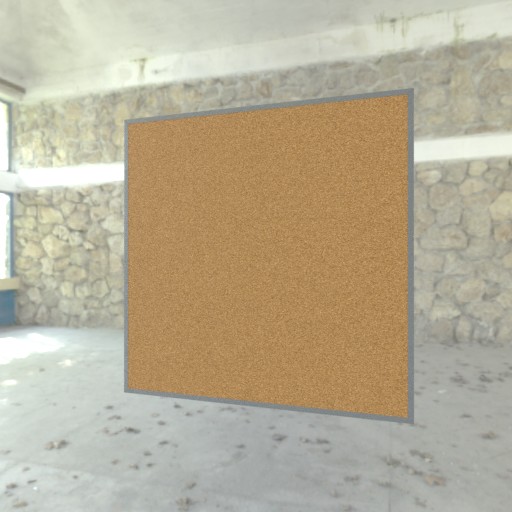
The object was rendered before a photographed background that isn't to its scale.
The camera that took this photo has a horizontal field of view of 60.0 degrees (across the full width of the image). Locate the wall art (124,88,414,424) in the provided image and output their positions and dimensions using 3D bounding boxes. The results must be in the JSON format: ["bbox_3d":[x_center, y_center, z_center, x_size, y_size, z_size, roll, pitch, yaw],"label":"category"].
[{"bbox_3d":[0.000,0.000,1.206,0.809,0.807,0.038,0,0,18],"label":"wall art"}]
